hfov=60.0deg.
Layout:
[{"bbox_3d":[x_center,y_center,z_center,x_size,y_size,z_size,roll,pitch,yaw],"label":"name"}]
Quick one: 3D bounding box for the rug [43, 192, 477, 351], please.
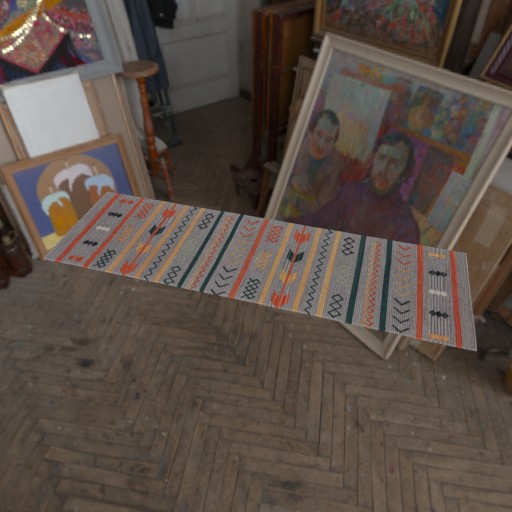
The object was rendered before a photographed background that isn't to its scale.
[{"bbox_3d":[0.000,0.000,2.642,2.419,0.022,0.744,11,43,12],"label":"rug"}]
